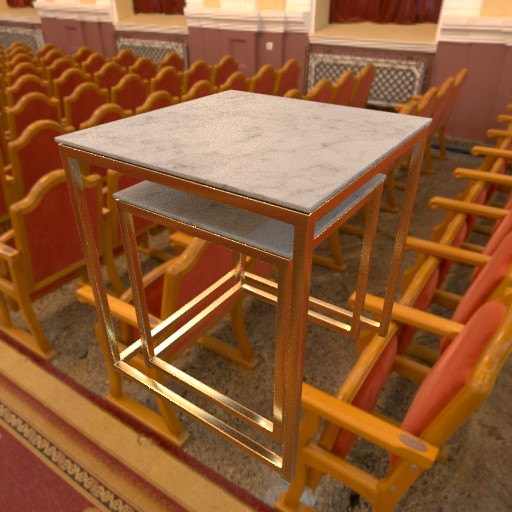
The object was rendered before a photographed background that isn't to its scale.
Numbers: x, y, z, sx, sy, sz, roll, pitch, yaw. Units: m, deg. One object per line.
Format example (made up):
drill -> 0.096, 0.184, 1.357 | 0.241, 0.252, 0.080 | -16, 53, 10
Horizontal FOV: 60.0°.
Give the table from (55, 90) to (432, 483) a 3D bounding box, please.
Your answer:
table -> 0.000, 0.000, 0.865 | 0.450, 0.500, 0.450 | 20, 37, 29
